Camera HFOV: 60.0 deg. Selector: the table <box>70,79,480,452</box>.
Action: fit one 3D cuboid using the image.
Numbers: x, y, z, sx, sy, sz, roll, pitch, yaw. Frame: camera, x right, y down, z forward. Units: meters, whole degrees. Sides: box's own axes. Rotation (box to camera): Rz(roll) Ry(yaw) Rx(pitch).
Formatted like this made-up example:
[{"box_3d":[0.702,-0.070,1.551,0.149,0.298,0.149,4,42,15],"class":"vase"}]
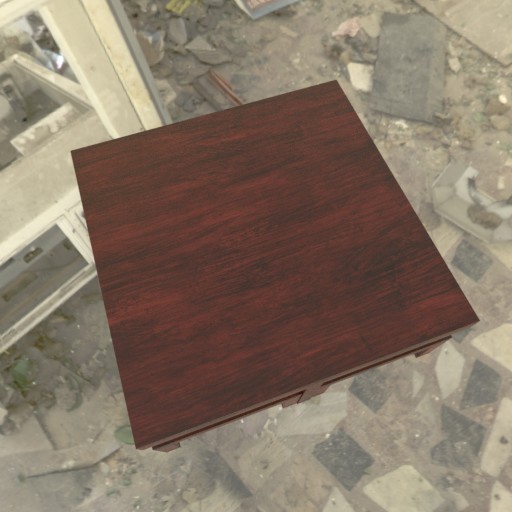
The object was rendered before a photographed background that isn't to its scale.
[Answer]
[{"box_3d":[0.000,0.000,1.366,0.865,0.356,0.865,-18,66,-8],"class":"table"}]
